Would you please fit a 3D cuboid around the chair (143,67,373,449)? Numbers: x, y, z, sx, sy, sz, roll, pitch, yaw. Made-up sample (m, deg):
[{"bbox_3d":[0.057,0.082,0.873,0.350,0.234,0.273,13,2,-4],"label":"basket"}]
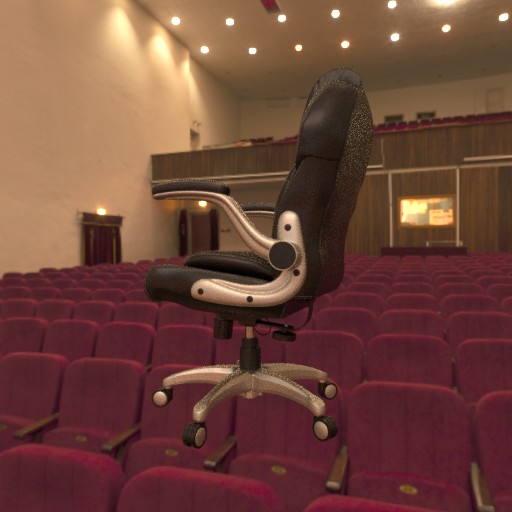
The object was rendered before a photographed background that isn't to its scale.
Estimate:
[{"bbox_3d":[0.000,0.000,1.606,0.801,1.141,0.724,0,0,20],"label":"chair"}]
